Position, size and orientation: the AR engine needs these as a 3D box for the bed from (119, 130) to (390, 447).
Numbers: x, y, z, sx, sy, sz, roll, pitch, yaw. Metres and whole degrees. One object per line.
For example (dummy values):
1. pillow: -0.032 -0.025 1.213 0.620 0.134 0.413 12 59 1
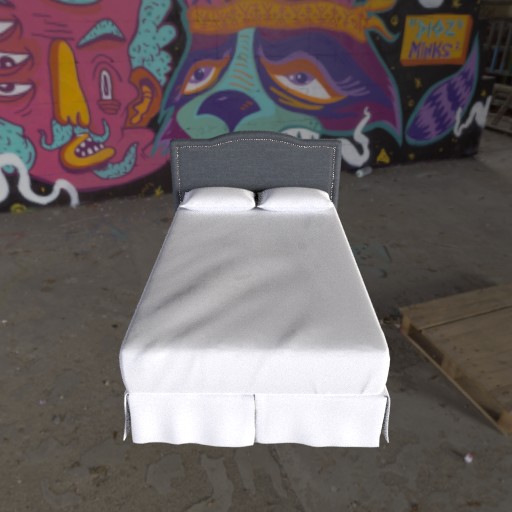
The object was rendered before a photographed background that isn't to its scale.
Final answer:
1. bed: 0.000 0.000 3.582 1.747 1.441 2.507 0 29 0
